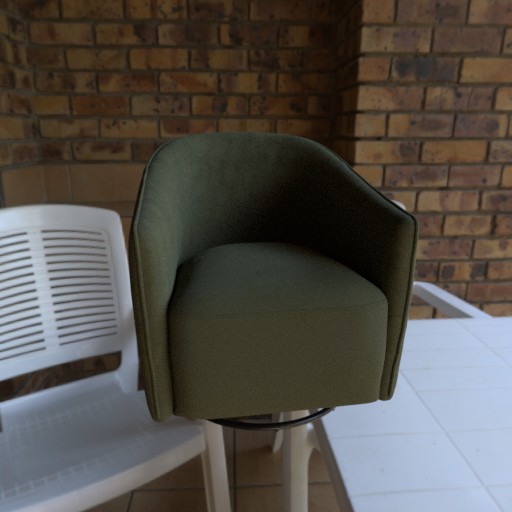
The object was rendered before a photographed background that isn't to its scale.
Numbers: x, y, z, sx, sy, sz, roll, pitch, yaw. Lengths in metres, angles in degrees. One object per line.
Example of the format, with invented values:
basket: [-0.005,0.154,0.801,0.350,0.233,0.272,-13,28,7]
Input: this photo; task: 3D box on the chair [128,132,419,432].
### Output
chair: [0.000,0.000,1.473,0.747,0.799,0.875,-2,15,-9]
